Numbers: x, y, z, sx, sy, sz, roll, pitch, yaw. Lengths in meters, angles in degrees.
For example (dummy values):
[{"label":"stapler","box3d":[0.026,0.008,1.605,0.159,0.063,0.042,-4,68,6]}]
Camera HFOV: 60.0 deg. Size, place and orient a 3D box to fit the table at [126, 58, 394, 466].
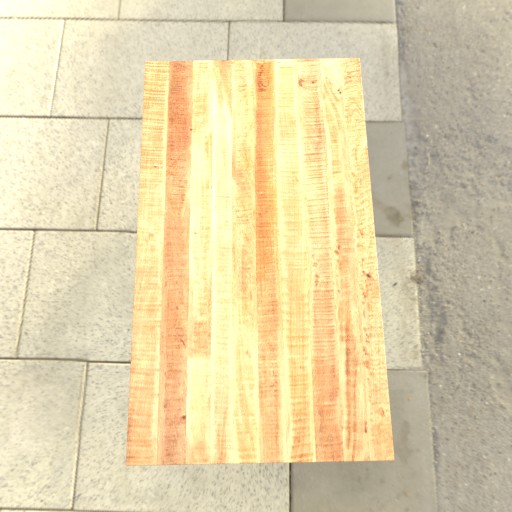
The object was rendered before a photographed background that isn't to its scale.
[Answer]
[{"label":"table","box3d":[0.000,0.000,1.632,0.760,0.455,1.320,-1,76,0]}]
